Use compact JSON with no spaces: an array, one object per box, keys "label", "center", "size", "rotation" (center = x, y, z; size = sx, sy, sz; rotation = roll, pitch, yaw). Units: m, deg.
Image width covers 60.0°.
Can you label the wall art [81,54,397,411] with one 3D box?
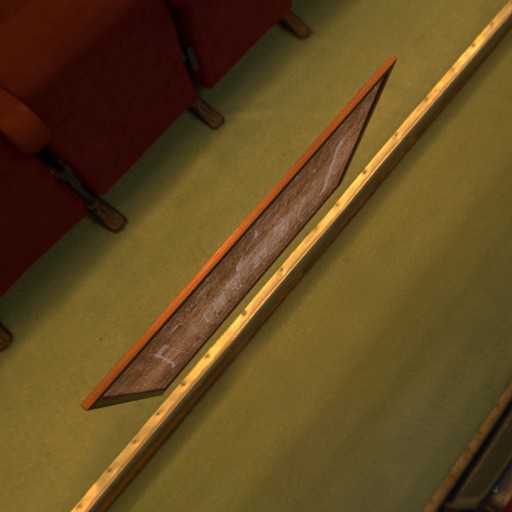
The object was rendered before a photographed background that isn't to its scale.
[{"label":"wall art","center":[0.000,0.000,1.021],"size":[0.014,0.559,0.816],"rotation":[39,78,10]}]
